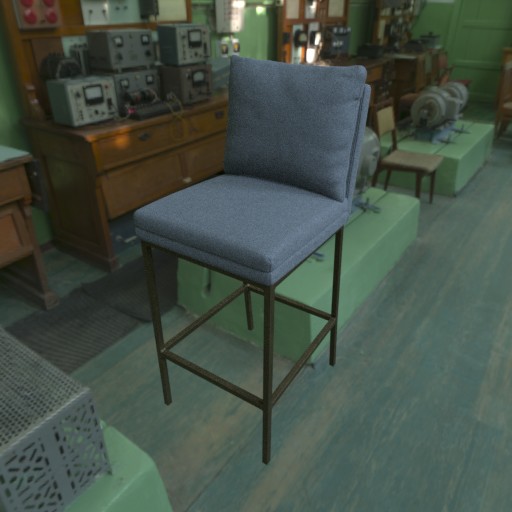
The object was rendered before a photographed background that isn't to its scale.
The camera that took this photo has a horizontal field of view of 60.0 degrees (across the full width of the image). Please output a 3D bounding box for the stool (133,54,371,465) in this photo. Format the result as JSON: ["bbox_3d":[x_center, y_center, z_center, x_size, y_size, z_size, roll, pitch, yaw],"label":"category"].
[{"bbox_3d":[0.000,0.000,1.419,0.463,1.130,0.569,19,35,29],"label":"stool"}]
